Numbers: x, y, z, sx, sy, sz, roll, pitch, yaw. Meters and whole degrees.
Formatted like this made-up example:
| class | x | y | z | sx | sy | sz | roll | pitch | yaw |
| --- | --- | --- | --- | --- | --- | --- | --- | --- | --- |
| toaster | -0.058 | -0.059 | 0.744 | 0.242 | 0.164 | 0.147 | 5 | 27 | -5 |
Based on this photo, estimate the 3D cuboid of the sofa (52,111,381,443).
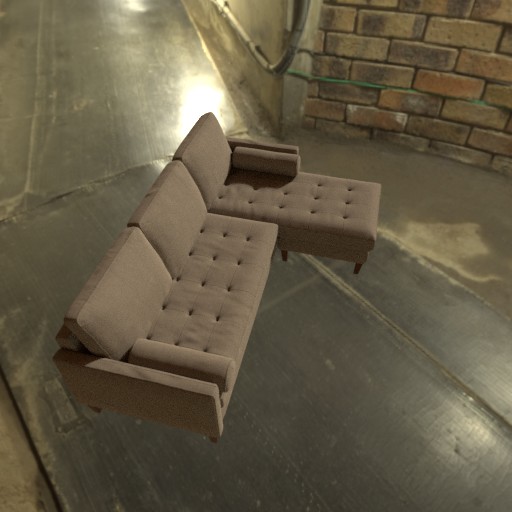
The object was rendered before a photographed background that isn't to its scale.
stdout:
| class | x | y | z | sx | sy | sz | roll | pitch | yaw |
| --- | --- | --- | --- | --- | --- | --- | --- | --- | --- |
| sofa | 0.000 | 0.000 | 2.862 | 1.506 | 0.875 | 2.178 | 10 | 47 | 10 |
